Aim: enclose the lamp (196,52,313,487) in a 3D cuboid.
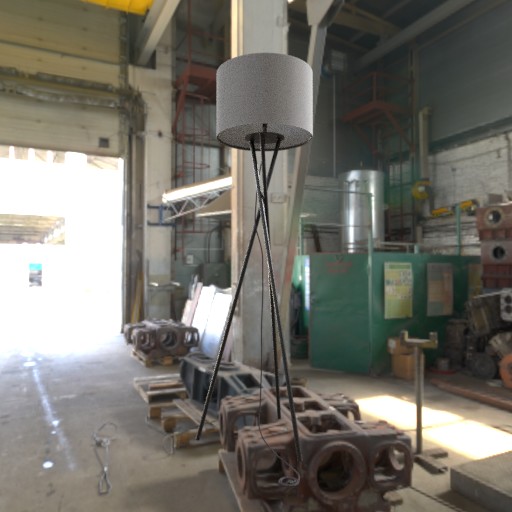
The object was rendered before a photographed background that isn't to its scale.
[{"bbox_3d":[0.000,0.000,1.942,0.522,1.624,0.667,-1,-2,19],"label":"lamp"}]
